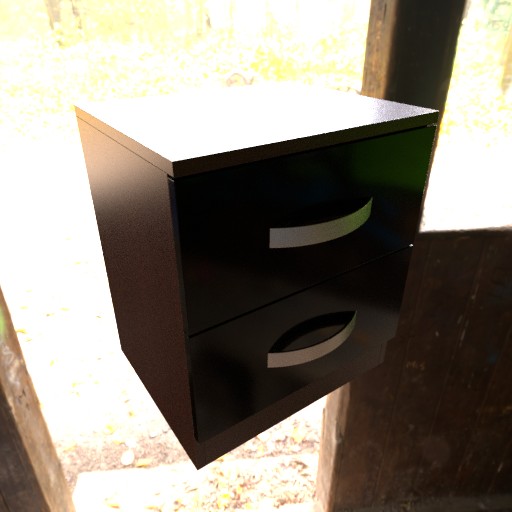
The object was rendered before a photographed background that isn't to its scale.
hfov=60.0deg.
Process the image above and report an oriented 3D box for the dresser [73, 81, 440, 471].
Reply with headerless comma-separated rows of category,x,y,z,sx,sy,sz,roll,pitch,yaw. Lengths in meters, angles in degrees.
dresser,0.000,0.000,0.733,0.400,0.470,0.360,-19,34,-30
